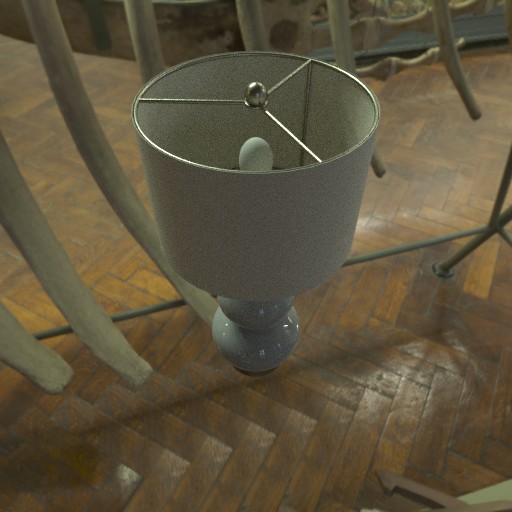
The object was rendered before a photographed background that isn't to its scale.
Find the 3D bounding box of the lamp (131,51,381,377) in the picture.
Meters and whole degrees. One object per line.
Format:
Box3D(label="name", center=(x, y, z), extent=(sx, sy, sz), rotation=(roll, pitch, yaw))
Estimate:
Box3D(label="lamp", center=(0.000, 0.000, 0.908), extent=(0.367, 0.730, 0.367), rotation=(-12, 48, -11))
